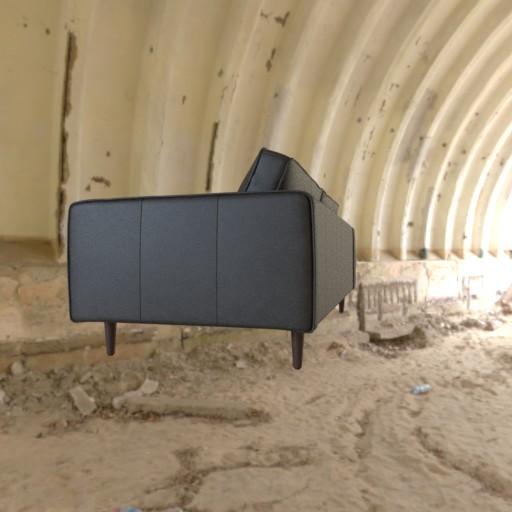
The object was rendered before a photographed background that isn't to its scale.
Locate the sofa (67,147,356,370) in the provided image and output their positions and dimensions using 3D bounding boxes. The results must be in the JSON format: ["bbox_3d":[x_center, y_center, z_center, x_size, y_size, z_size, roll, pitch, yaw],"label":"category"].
[{"bbox_3d":[0.000,0.000,2.353,0.921,0.770,1.879,0,0,16],"label":"sofa"}]
